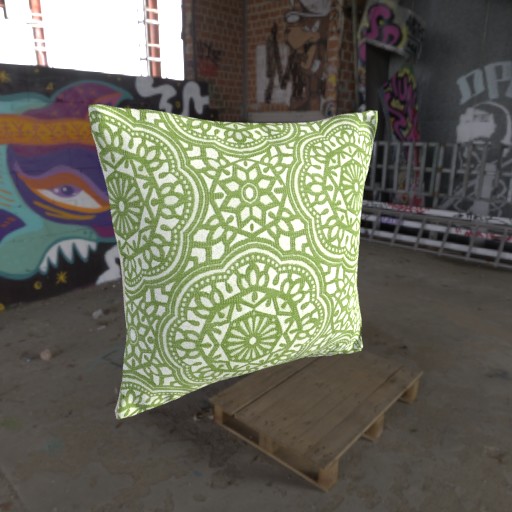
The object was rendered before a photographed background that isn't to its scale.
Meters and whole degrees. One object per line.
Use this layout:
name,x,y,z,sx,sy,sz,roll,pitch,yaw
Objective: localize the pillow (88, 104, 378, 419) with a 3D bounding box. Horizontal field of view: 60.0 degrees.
pillow,0.000,0.000,0.658,0.440,0.419,0.162,-8,18,-27
